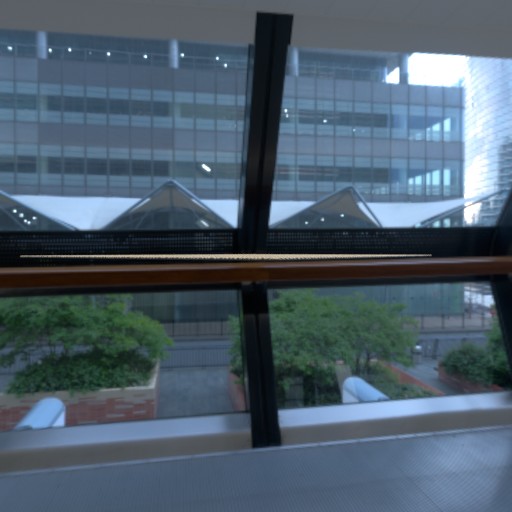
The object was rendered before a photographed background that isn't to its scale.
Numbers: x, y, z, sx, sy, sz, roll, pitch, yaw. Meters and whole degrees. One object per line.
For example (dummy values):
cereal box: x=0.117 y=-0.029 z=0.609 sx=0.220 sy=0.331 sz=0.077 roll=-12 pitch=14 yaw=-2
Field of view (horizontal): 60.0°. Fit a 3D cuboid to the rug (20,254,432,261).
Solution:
rug: x=0.000 y=0.000 z=4.170 sx=2.439 sy=0.014 sz=3.207 roll=0 pitch=1 yaw=35
